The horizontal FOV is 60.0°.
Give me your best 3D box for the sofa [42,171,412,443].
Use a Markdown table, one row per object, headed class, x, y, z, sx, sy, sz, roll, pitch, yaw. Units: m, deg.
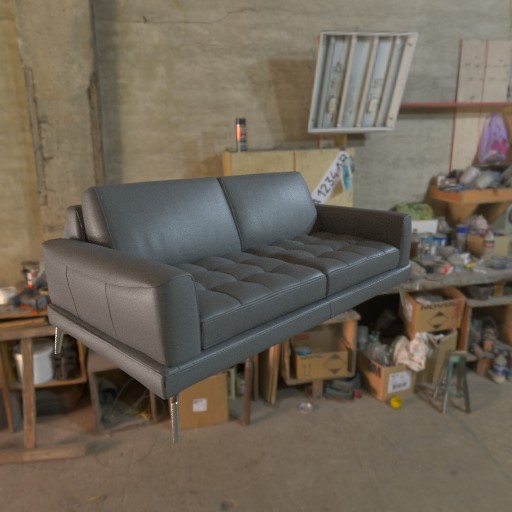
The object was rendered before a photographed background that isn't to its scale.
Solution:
| class | x | y | z | sx | sy | sz | roll | pitch | yaw |
| --- | --- | --- | --- | --- | --- | --- | --- | --- | --- |
| sofa | 0.000 | 0.000 | 2.720 | 1.121 | 0.930 | 2.177 | 13 | 19 | 42 |
